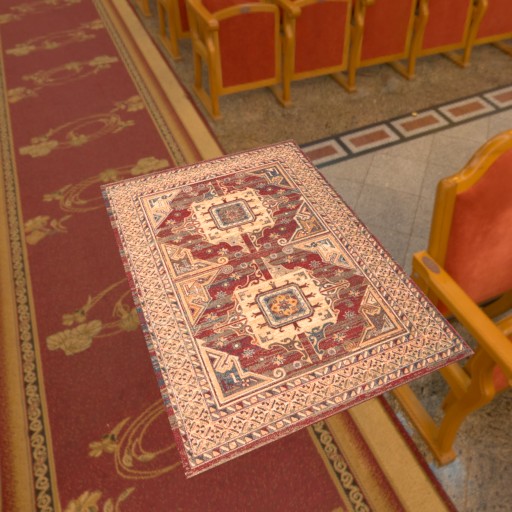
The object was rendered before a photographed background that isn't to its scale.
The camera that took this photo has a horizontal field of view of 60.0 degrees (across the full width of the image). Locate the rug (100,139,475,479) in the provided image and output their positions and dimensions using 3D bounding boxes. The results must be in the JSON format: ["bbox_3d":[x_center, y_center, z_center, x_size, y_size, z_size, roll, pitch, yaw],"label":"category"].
[{"bbox_3d":[0.000,0.000,2.842,1.599,0.011,2.210,-17,50,-15],"label":"rug"}]
